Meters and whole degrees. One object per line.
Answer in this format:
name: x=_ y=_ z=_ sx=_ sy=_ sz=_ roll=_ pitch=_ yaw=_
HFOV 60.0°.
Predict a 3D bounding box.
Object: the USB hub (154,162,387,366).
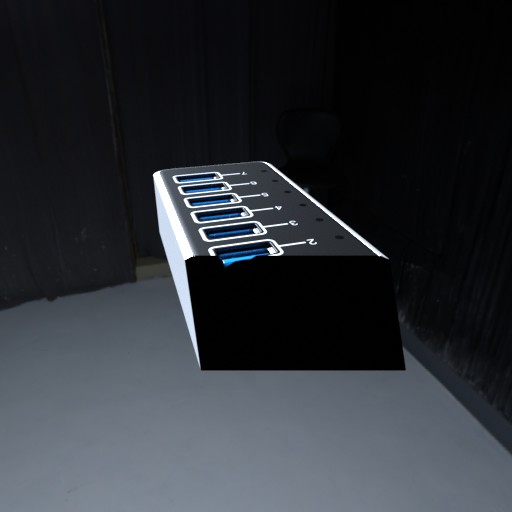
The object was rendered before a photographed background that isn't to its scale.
USB hub: x=0.000 y=0.000 z=0.125 sx=0.044 sy=0.023 sz=0.110 roll=-8 pitch=29 yaw=-16
